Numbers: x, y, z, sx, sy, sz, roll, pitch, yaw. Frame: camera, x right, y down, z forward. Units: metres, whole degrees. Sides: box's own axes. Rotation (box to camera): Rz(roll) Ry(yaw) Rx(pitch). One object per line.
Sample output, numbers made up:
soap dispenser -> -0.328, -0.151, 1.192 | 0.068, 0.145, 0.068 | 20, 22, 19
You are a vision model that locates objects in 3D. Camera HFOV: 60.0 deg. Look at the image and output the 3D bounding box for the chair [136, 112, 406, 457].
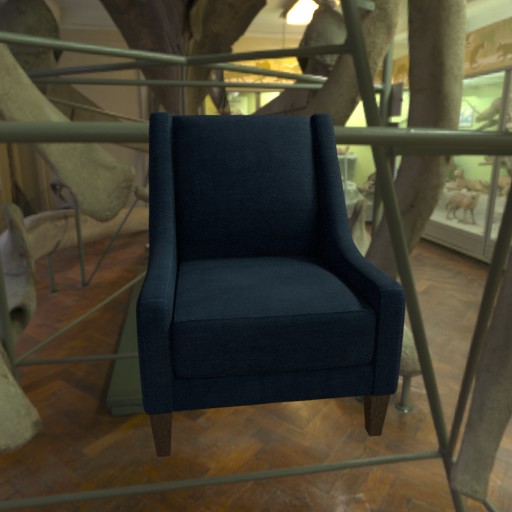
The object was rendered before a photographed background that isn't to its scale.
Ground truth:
chair -> 0.000, 0.000, 1.592 | 0.774, 1.014, 0.870 | -2, 15, -8
